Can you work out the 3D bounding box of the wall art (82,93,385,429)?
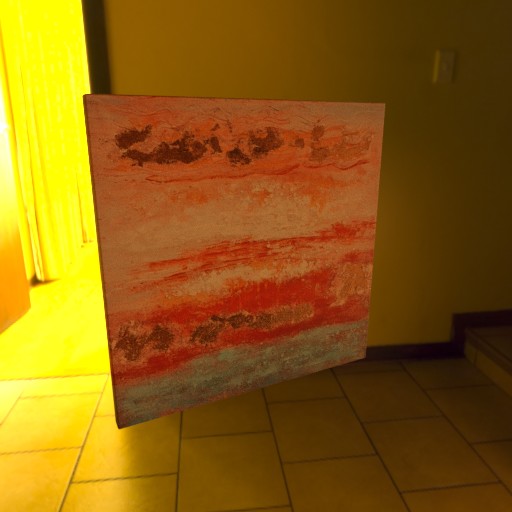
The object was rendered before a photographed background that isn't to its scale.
[{"bbox_3d":[0.000,0.000,1.117,0.747,0.747,0.035,-8,18,-26],"label":"wall art"}]
